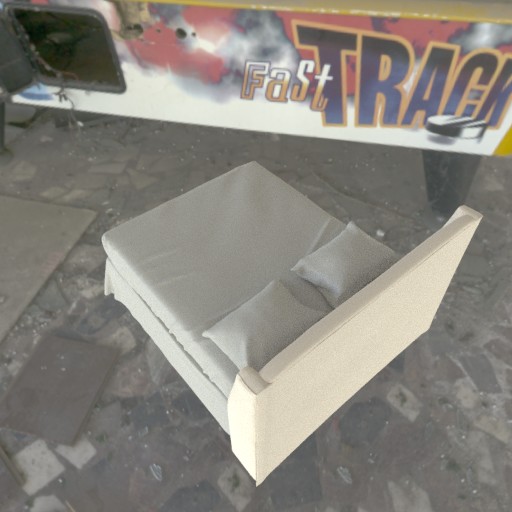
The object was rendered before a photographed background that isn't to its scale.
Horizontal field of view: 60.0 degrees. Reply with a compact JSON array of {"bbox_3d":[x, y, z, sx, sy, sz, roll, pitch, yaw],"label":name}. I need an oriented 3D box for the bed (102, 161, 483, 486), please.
[{"bbox_3d":[0.000,0.000,3.450,1.925,1.332,2.276,-31,54,-26],"label":"bed"}]
